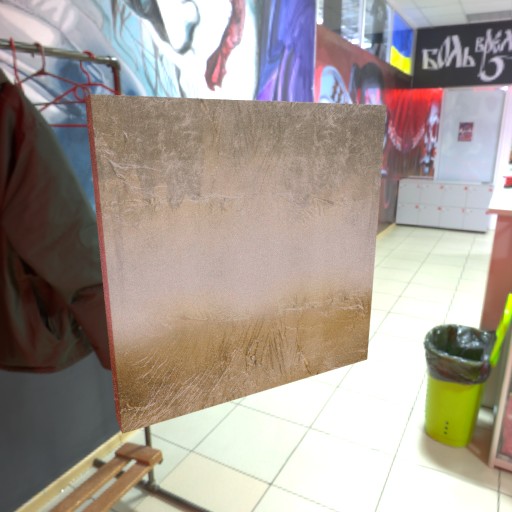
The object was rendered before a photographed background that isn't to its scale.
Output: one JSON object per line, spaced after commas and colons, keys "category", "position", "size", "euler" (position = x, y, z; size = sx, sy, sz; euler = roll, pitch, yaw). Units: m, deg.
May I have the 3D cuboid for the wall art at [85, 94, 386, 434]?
{"category": "wall art", "position": [0.000, 0.000, 0.616], "size": [0.405, 0.407, 0.038], "euler": [-8, 18, -27]}
